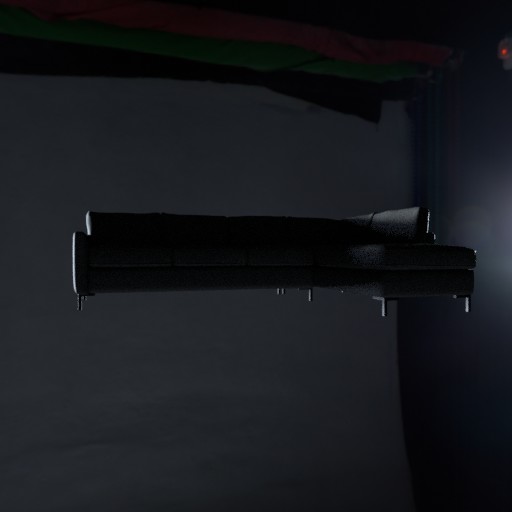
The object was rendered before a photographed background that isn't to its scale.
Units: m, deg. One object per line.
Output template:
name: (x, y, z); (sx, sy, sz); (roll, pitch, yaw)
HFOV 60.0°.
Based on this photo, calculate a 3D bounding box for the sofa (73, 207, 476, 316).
sofa: (0.000, 0.000, 3.845); (2.972, 0.858, 1.984); (0, 0, -19)
